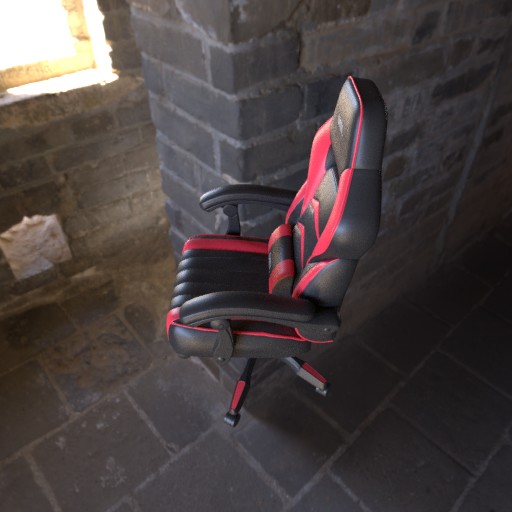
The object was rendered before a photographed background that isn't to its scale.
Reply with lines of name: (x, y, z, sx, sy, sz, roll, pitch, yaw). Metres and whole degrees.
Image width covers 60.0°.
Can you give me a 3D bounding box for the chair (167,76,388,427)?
chair: (0.000, 0.000, 1.601, 0.700, 1.220, 0.700, 0, 42, 0)
